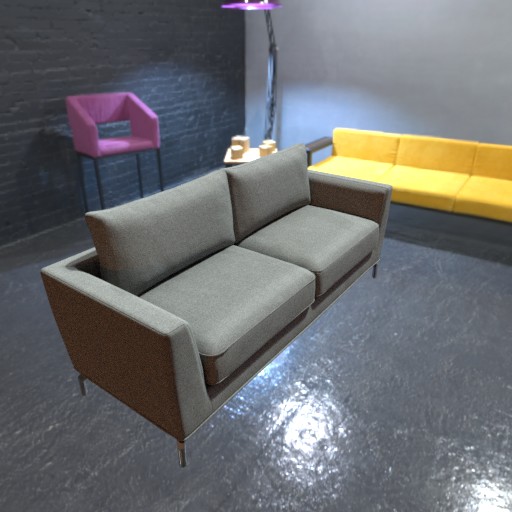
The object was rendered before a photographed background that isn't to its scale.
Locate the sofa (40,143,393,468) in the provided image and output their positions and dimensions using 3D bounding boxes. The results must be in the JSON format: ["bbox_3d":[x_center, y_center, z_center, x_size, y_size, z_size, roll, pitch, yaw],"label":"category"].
[{"bbox_3d":[0.000,0.000,2.707,0.869,1.002,2.212,18,32,32],"label":"sofa"}]
